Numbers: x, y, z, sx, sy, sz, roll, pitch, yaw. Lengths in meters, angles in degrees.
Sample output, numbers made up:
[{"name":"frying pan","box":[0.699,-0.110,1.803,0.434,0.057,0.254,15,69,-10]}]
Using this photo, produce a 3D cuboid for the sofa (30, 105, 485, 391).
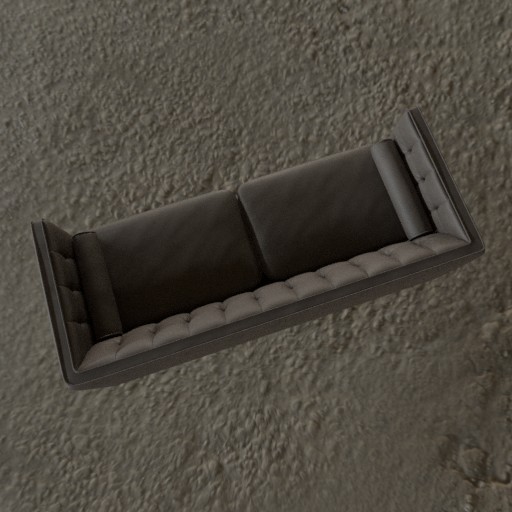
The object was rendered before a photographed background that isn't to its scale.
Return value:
[{"name":"sofa","box":[0.000,0.000,2.500,2.087,0.789,0.867,-18,76,-4]}]
